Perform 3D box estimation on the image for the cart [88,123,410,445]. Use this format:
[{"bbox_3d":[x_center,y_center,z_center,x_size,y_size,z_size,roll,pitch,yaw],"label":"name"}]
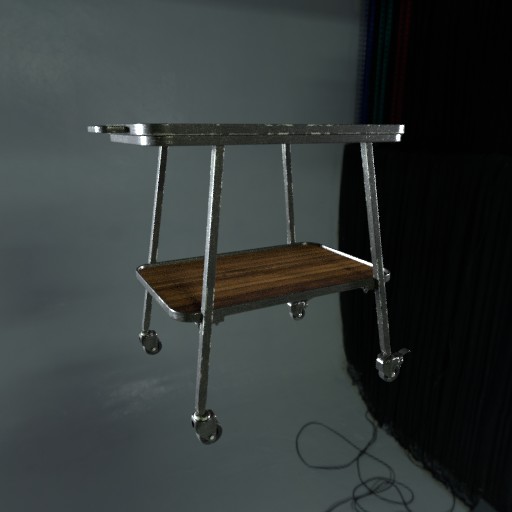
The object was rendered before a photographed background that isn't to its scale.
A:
[{"bbox_3d":[0.000,0.000,1.233,0.806,0.700,0.515,-8,18,-27],"label":"cart"}]
